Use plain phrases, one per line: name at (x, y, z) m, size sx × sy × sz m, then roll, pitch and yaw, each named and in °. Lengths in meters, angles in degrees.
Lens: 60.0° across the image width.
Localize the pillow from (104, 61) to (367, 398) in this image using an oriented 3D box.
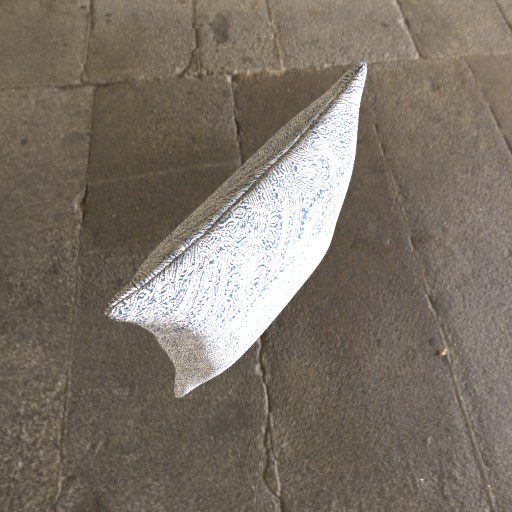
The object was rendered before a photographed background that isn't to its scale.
pillow at (0.000, 0.000, 0.792) m, size 0.166 × 0.510 × 0.523 m, roll 35°, pitch 67°, yaw 17°
